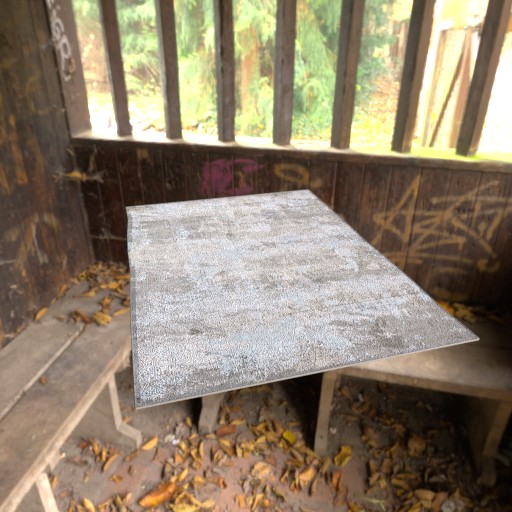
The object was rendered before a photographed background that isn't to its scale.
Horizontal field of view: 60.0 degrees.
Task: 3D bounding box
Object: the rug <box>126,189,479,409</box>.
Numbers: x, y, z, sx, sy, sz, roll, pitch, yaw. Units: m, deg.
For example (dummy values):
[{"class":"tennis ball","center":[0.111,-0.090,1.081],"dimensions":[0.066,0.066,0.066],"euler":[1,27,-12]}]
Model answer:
[{"class":"rug","center":[0.000,0.000,4.274],"dimensions":[2.393,0.013,3.307],"euler":[-7,29,-14]}]
